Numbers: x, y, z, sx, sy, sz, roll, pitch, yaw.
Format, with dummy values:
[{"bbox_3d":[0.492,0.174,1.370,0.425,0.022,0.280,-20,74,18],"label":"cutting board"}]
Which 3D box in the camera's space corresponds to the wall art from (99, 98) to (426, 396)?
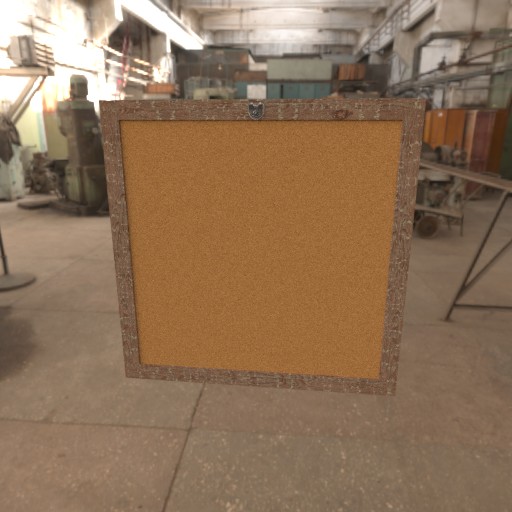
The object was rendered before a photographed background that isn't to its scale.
[{"bbox_3d":[0.000,0.000,0.576,0.384,0.384,0.012,2,17,7],"label":"wall art"}]
